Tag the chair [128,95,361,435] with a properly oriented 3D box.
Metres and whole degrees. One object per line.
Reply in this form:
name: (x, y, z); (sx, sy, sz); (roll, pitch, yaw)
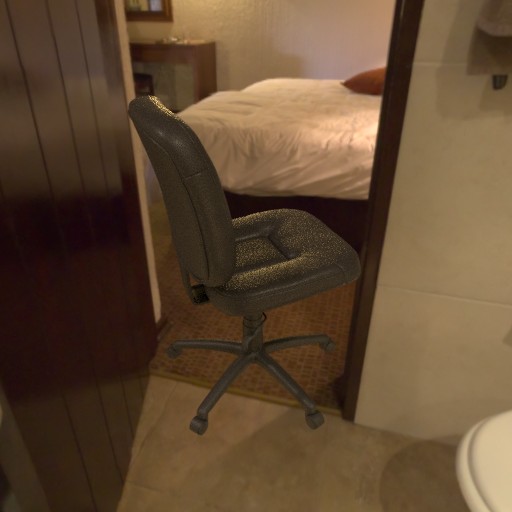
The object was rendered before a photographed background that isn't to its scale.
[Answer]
chair: (0.000, 0.000, 1.385); (0.646, 0.959, 0.647); (-11, 31, -19)
